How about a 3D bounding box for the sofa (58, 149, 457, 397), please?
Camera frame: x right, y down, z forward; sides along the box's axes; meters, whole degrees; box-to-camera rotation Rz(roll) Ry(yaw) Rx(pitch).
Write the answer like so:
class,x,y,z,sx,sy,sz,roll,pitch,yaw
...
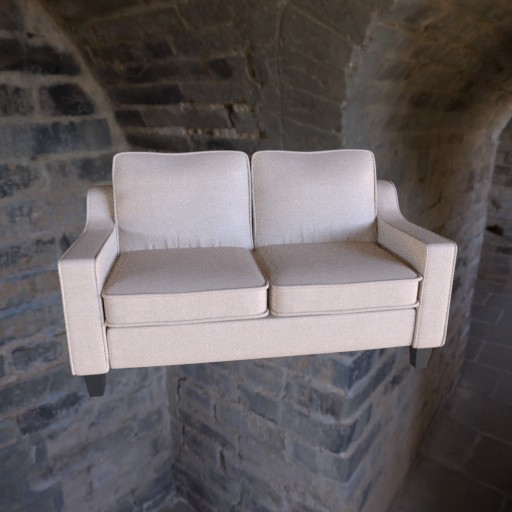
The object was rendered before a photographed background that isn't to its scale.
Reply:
class,x,y,z,sx,sy,sz,roll,pitch,yaw
sofa,0.000,0.000,3.455,2.587,1.562,1.351,-3,17,-8
